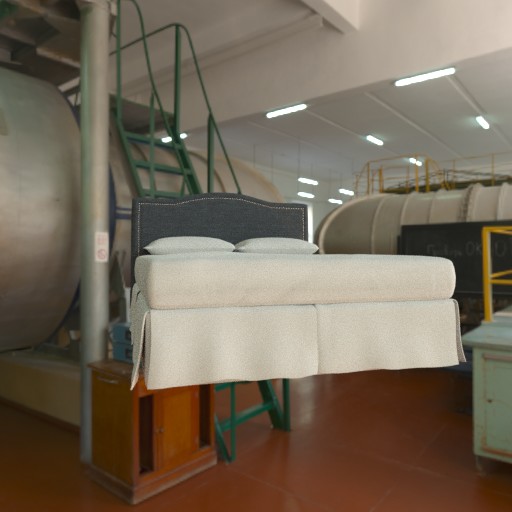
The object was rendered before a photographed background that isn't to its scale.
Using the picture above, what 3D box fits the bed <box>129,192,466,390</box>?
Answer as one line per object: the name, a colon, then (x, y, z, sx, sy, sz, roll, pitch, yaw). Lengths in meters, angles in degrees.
bed: (0.000, 0.000, 3.887, 2.161, 1.457, 2.689, 0, 0, -17)
